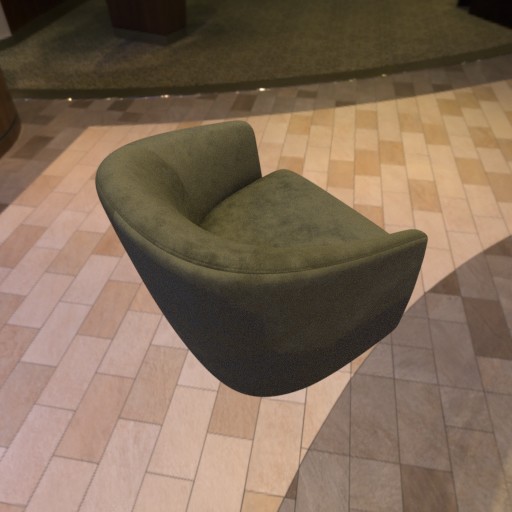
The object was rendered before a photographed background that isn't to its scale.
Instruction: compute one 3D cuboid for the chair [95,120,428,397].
[{"bbox_3d":[0.000,0.000,1.339,0.767,0.698,0.773,-26,48,-26],"label":"chair"}]
